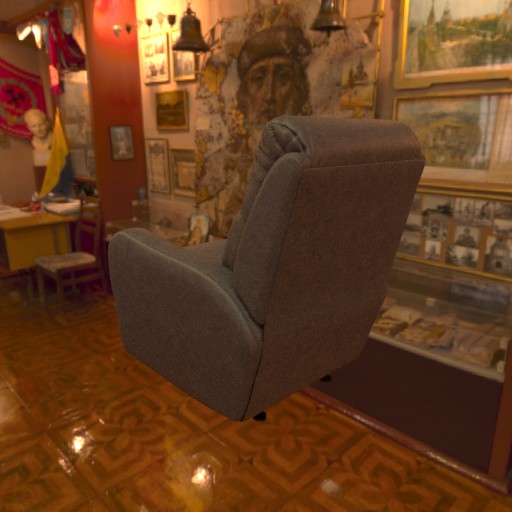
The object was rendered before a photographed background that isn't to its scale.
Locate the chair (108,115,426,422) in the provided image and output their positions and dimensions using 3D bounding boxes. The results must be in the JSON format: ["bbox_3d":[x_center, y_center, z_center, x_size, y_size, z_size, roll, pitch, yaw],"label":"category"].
[{"bbox_3d":[0.000,0.000,1.812,0.865,1.067,1.067,-14,21,-41],"label":"chair"}]
